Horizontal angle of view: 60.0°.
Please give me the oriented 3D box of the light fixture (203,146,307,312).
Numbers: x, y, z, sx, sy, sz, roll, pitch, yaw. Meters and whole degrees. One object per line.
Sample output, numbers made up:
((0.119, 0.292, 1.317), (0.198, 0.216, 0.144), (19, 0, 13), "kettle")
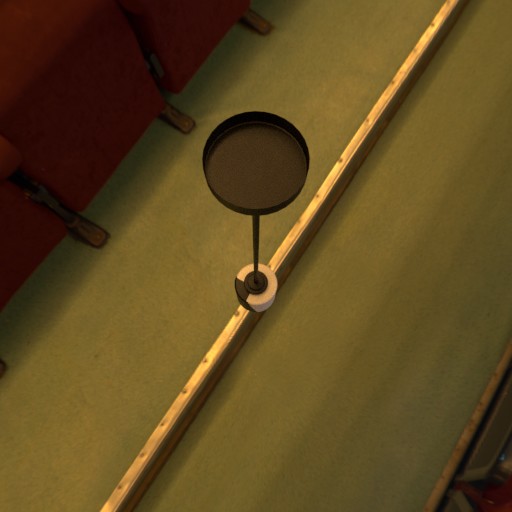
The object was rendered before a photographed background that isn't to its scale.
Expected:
((0.000, 0.000, 0.924), (0.123, 0.863, 0.123), (32, 77, 8), "light fixture")
